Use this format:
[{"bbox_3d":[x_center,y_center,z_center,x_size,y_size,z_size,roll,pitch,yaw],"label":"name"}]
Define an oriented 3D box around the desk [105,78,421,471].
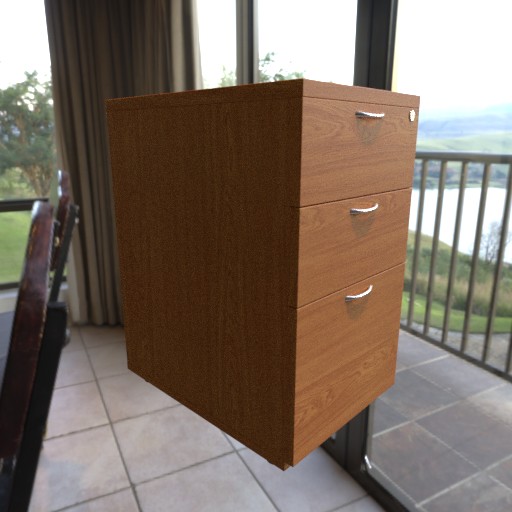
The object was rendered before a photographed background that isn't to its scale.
[{"bbox_3d":[0.000,0.000,1.082,0.600,0.730,0.404,14,20,42],"label":"desk"}]
